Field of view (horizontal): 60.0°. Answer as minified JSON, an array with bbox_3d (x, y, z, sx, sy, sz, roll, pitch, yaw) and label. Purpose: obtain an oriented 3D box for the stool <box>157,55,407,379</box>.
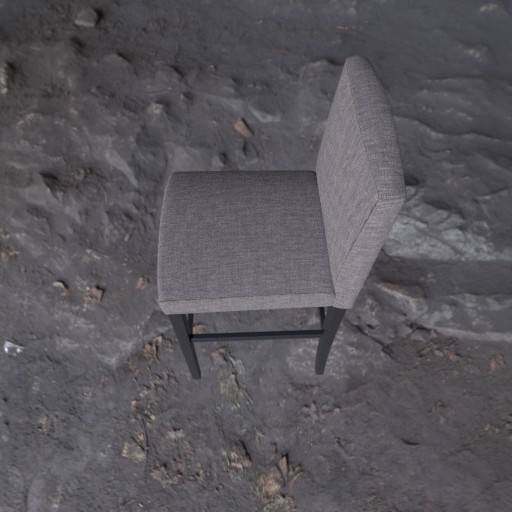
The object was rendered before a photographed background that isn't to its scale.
[{"bbox_3d":[0.000,0.000,1.379,0.552,1.138,0.451,-2,58,-1],"label":"stool"}]
